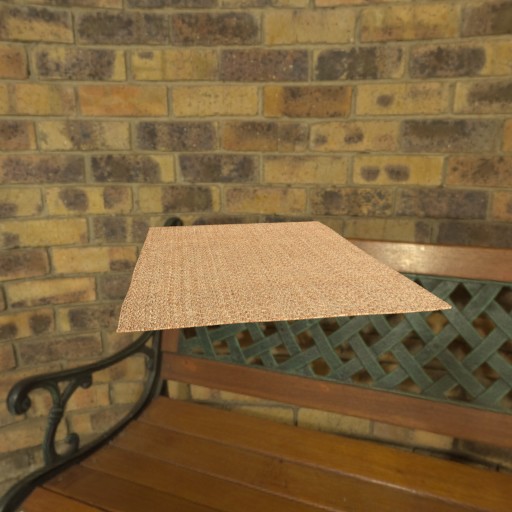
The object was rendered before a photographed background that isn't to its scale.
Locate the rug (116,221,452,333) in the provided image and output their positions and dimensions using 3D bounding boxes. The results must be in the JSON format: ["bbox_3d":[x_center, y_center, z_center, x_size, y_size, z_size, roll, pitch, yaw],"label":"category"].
[{"bbox_3d":[0.000,0.000,2.968,1.566,0.013,2.141,-3,16,-10],"label":"rug"}]
